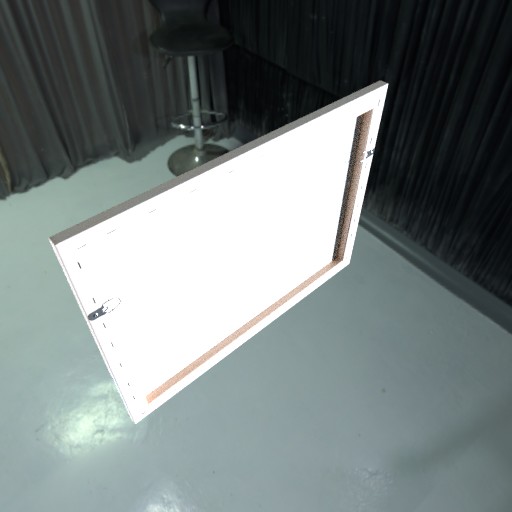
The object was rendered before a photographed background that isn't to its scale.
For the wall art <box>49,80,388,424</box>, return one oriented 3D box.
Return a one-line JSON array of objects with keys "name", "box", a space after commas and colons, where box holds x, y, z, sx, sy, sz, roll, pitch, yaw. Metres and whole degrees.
[{"name": "wall art", "box": [0.000, 0.000, 1.596, 1.219, 0.912, 0.042, -33, 54, -28]}]
